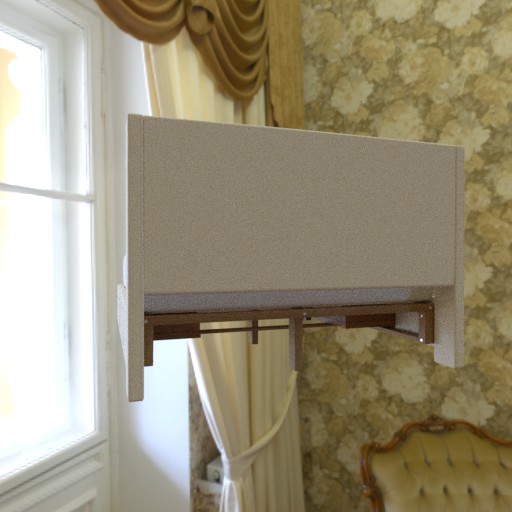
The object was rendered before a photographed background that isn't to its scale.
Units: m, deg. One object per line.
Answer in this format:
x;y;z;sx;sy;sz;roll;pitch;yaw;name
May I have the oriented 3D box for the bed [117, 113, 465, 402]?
0.000;0.000;3.654;2.145;1.471;2.293;0;0;-19;bed
